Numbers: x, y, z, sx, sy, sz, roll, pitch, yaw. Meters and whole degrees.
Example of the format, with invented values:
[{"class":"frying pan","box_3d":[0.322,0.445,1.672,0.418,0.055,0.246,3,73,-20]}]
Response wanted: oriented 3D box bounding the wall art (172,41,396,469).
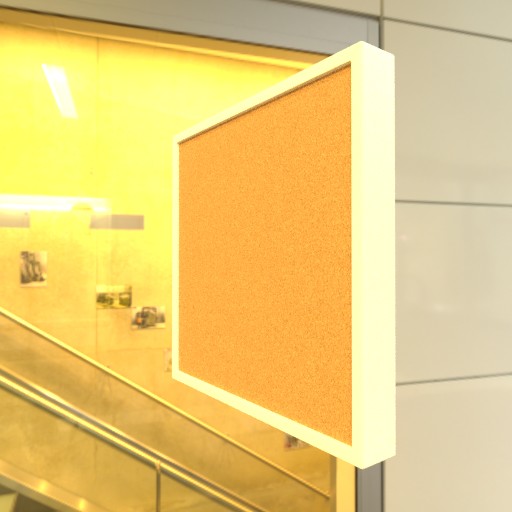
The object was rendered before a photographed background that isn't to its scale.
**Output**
[{"class":"wall art","box_3d":[0.000,0.000,0.447,0.038,0.305,0.305,0,-1,-37]}]
